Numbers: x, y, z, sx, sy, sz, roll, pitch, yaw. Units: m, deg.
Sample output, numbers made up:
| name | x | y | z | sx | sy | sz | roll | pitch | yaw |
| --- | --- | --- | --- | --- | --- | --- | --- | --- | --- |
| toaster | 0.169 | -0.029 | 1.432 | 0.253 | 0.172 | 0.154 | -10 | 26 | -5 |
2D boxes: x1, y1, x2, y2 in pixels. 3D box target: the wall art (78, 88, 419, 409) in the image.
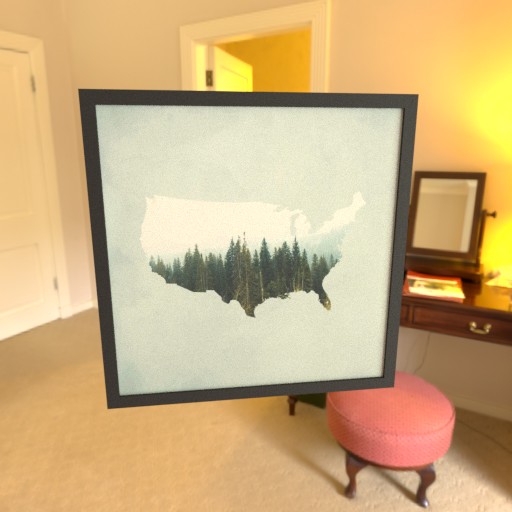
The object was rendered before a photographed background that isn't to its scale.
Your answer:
| name | x | y | z | sx | sy | sz | roll | pitch | yaw |
| --- | --- | --- | --- | --- | --- | --- | --- | --- | --- |
| wall art | 0.000 | 0.000 | 1.096 | 0.763 | 0.763 | 0.038 | -2 | 14 | -8 |
